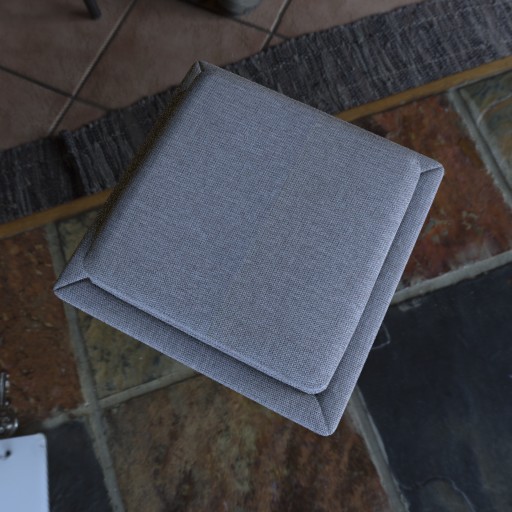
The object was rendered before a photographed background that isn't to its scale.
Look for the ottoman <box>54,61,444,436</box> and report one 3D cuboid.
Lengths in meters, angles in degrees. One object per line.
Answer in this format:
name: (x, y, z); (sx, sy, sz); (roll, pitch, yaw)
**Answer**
ottoman: (0.000, 0.000, 0.829); (0.450, 0.460, 0.450); (26, 76, 7)
